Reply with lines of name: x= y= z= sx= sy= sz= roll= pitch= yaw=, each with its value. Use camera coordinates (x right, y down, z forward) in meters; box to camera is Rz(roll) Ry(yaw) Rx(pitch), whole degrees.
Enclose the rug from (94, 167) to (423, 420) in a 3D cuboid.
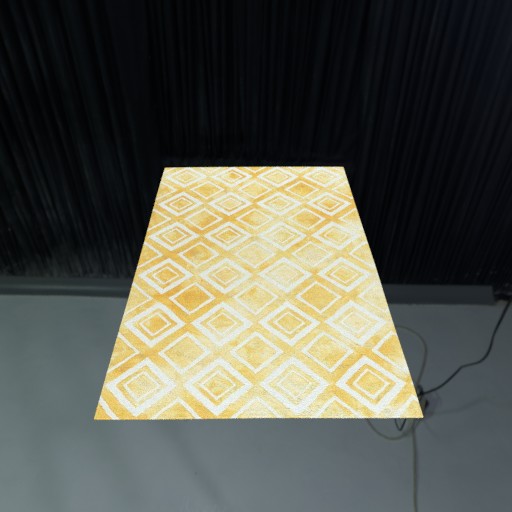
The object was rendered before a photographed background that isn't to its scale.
rug: x=0.000 y=0.000 z=2.317 sx=1.213 sy=0.010 sz=1.829 roll=0 pitch=41 yaw=-1
